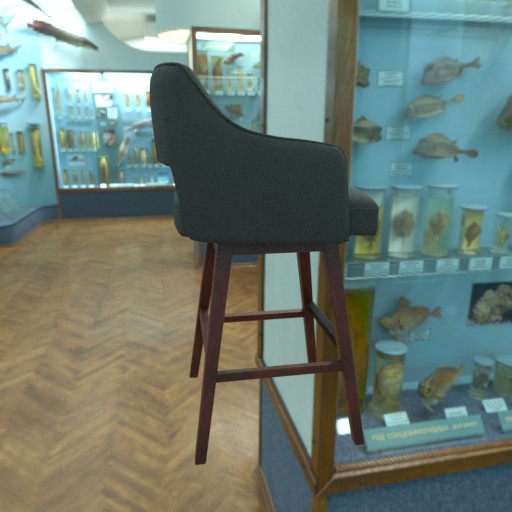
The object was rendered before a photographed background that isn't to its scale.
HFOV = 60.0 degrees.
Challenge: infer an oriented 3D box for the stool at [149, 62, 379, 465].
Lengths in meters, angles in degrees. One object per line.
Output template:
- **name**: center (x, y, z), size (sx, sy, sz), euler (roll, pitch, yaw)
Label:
- **stool**: center (0.000, 0.000, 1.308), size (0.558, 1.012, 0.548), euler (-3, 16, -10)
